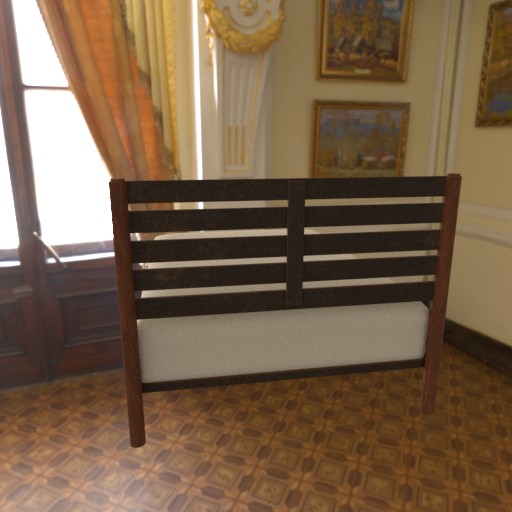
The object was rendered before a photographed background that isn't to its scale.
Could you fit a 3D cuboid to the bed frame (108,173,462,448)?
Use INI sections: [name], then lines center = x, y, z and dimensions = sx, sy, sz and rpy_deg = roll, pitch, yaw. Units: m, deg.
[bed frame]
center = 0.000, 0.000, 3.224
dimensions = 1.655, 1.321, 2.234
rpy_deg = -3, 15, -9
